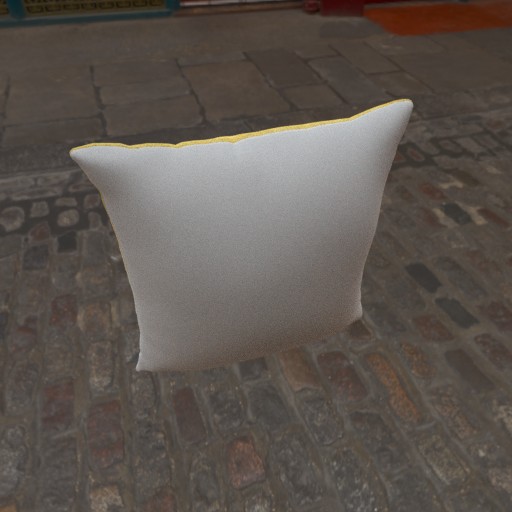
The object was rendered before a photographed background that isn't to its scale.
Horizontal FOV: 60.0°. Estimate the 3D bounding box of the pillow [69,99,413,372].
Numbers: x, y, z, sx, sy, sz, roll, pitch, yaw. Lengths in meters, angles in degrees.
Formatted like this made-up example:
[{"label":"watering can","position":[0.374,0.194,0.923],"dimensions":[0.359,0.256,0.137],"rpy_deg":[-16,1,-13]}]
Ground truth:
[{"label":"pillow","position":[0.000,0.000,0.701],"dimensions":[0.450,0.450,0.211],"rpy_deg":[-12,43,-13]}]
